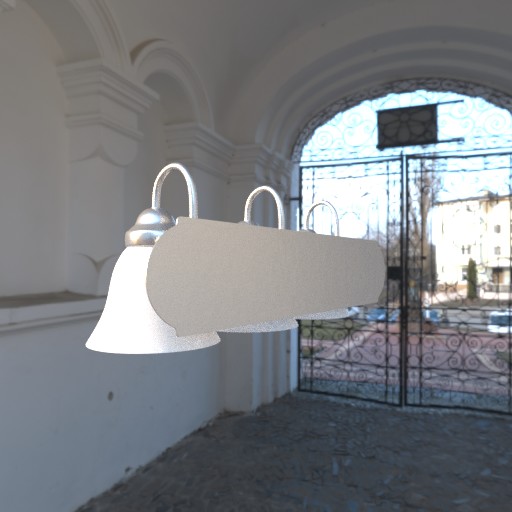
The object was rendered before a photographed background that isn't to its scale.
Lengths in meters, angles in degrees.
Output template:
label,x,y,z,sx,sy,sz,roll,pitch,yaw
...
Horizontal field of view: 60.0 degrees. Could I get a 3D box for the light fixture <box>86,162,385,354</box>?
label,x,y,z,sx,sy,sz,roll,pitch,yaw
light fixture,0.000,0.000,0.709,0.199,0.222,0.610,-1,-2,36
